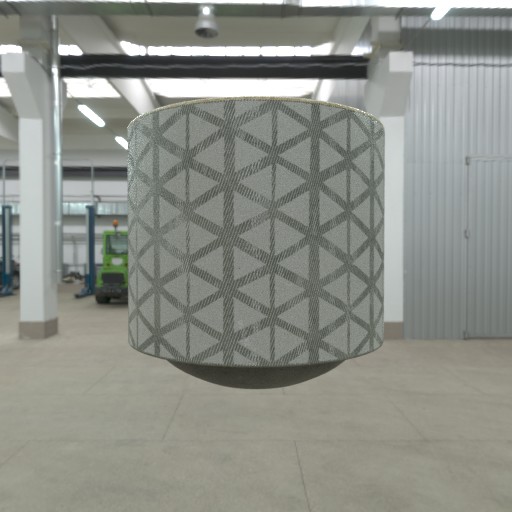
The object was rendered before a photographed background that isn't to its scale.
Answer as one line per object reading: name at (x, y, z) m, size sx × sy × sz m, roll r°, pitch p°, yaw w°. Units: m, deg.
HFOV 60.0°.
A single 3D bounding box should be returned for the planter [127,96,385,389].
planter at (0.000, 0.000, 0.450) m, size 0.250 × 0.239 × 0.250 m, roll 0°, pitch 1°, yaw 0°
